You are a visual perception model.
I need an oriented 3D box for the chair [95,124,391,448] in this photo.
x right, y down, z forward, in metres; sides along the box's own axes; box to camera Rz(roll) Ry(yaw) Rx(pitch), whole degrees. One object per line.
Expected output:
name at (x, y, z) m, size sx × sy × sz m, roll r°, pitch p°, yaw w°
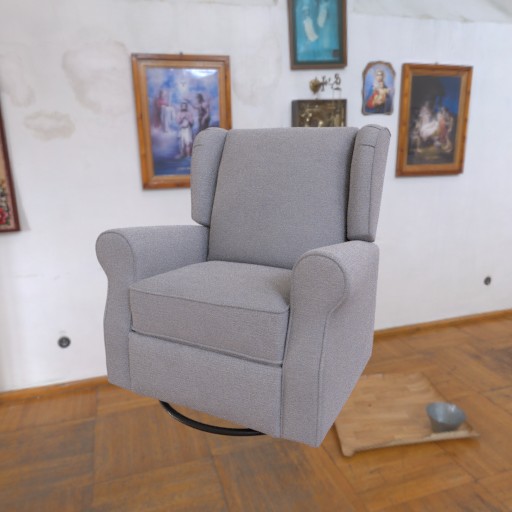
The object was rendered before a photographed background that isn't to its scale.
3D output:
chair at (0.000, 0.000, 1.675) m, size 0.906 × 0.966 × 0.854 m, roll 7°, pitch 16°, yaw 26°
